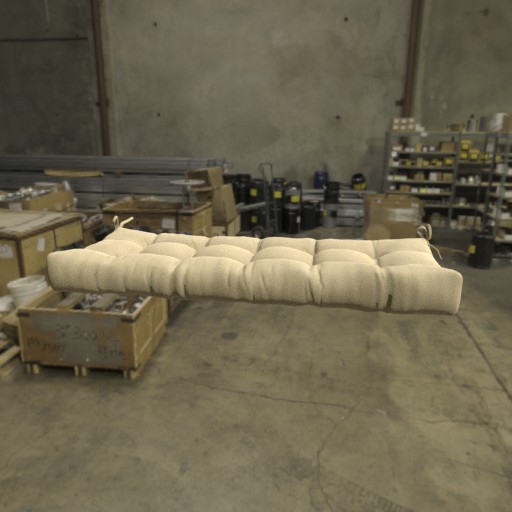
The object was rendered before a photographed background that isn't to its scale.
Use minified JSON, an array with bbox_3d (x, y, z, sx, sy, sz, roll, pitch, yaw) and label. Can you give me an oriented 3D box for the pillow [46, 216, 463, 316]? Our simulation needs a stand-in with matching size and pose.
[{"bbox_3d":[0.000,0.000,1.401,1.194,0.174,0.511,3,15,9],"label":"pillow"}]
